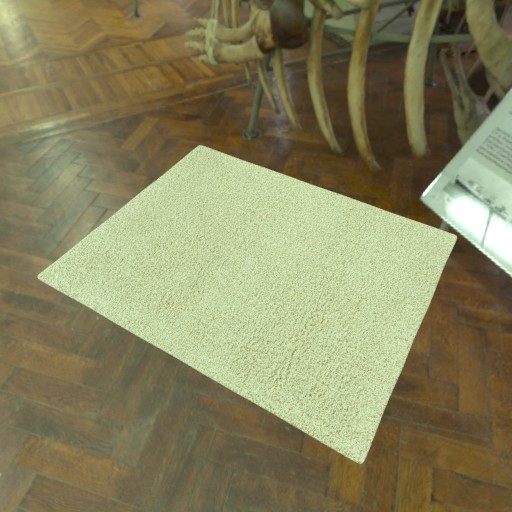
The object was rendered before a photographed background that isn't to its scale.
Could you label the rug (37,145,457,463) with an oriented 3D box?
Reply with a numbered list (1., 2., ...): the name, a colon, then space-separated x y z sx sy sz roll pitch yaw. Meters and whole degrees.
1. rug: 0.000 0.000 4.070 3.047 0.029 2.438 24 51 21
